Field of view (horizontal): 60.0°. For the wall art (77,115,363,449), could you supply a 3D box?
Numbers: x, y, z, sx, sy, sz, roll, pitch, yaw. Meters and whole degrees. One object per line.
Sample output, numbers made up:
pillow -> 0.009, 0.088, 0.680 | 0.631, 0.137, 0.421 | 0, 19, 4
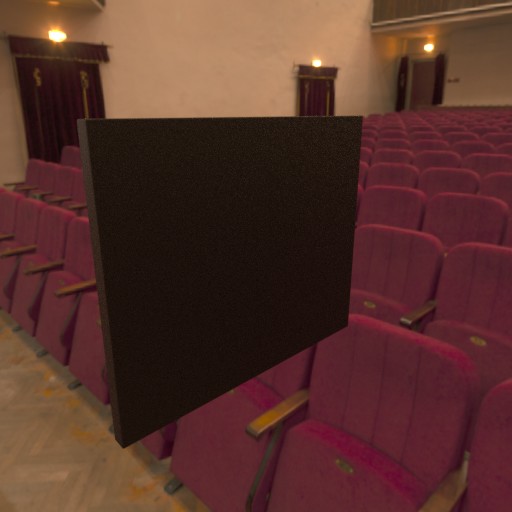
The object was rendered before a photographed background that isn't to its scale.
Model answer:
wall art -> 0.000, 0.000, 0.762 | 0.558, 0.457, 0.031 | -17, 24, -41
